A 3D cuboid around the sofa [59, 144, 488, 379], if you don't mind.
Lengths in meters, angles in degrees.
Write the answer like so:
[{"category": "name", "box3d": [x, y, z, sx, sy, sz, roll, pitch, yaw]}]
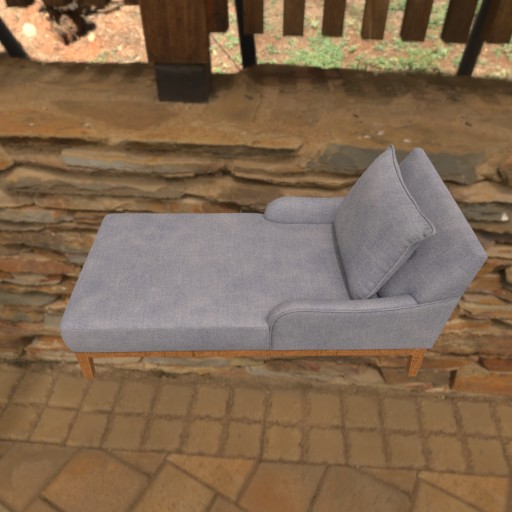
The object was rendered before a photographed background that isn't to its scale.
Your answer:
[{"category": "sofa", "box3d": [0.000, 0.000, 2.267, 1.779, 0.883, 0.904, 0, 41, 0]}]
